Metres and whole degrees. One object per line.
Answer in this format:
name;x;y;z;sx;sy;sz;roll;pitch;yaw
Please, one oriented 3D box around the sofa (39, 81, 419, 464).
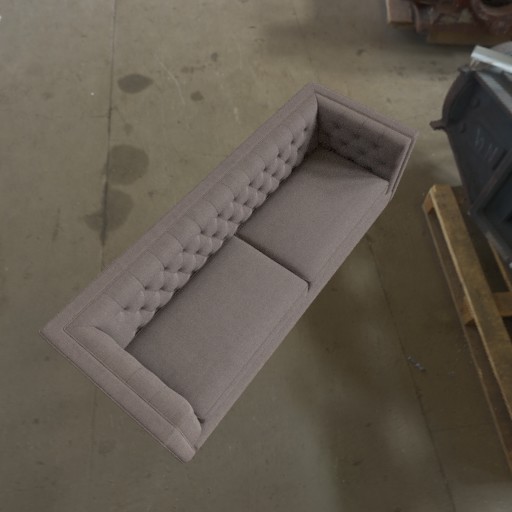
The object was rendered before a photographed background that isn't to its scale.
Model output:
sofa;0.000;0.000;2.582;0.775;0.762;2.159;33;64;19
